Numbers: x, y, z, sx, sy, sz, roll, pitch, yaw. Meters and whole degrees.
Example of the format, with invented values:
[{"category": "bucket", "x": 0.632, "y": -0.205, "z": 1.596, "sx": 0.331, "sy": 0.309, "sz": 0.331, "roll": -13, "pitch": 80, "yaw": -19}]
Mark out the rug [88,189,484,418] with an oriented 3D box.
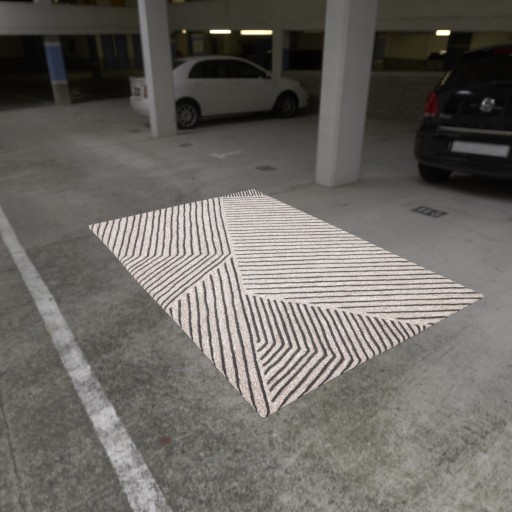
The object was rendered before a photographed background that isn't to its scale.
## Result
[{"category": "rug", "x": 0.000, "y": 0.000, "z": 2.356, "sx": 1.237, "sy": 0.019, "sz": 1.842, "roll": -18, "pitch": 32, "yaw": -31}]
